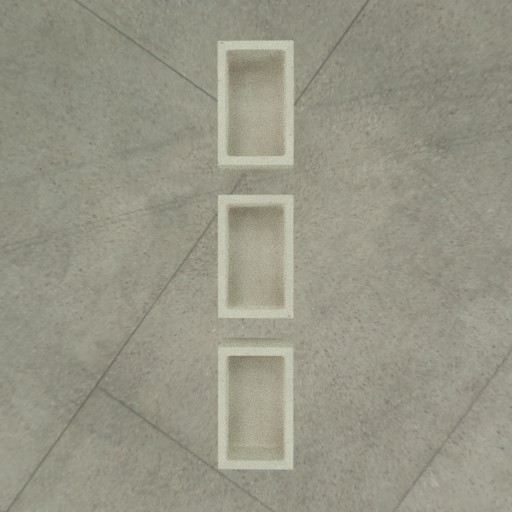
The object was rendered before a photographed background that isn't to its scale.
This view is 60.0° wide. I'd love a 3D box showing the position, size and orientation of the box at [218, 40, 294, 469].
[{"bbox_3d":[0.000,0.000,0.501,0.082,0.051,0.461,0,91,1],"label":"box"}]
